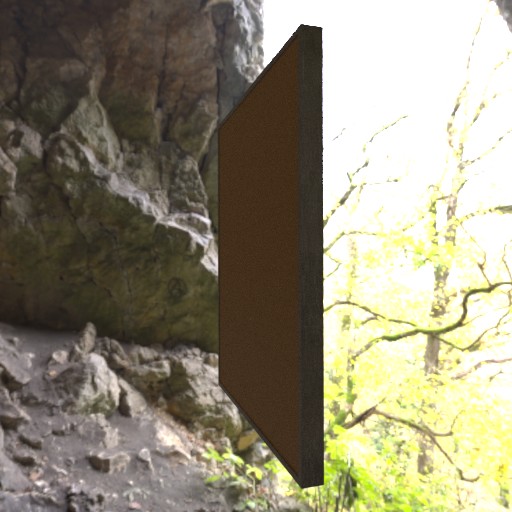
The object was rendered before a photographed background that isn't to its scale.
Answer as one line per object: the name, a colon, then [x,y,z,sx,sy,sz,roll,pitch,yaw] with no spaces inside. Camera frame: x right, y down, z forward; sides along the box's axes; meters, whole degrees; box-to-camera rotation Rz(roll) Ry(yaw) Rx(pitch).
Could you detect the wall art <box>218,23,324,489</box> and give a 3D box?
wall art: [0.000,0.000,0.701,0.032,0.521,0.421,0,0,-18]
